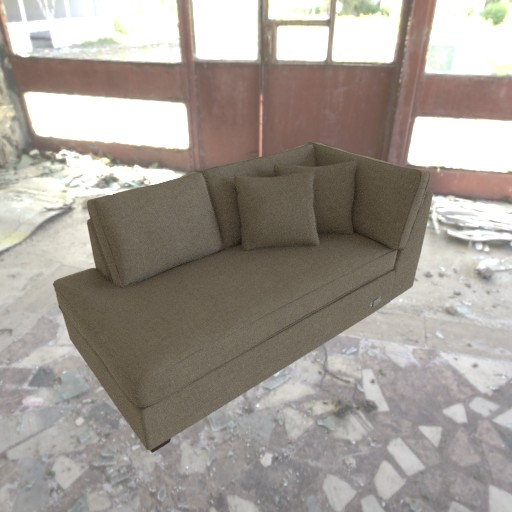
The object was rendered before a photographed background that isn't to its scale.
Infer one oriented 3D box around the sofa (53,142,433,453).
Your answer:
[{"bbox_3d":[0.000,0.000,2.834,2.238,1.019,1.110,-22,37,-33],"label":"sofa"}]
